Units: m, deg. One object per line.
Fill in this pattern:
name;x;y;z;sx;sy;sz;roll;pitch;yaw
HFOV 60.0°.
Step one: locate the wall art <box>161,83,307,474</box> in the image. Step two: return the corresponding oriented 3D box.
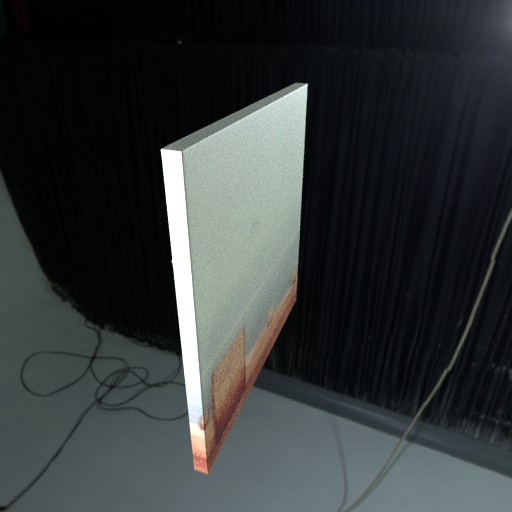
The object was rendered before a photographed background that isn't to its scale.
wall art;0.000;0.000;1.167;0.042;0.760;0.760;10;30;18
